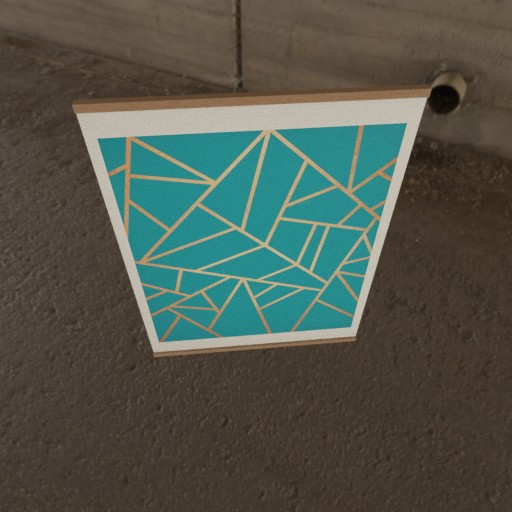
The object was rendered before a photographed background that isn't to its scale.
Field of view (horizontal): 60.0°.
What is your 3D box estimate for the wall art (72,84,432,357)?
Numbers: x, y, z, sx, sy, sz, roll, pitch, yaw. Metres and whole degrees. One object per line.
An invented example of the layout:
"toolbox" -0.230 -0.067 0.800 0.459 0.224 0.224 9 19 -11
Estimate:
"wall art" 0.000 0.000 0.789 0.459 0.608 0.012 -4 47 -4
